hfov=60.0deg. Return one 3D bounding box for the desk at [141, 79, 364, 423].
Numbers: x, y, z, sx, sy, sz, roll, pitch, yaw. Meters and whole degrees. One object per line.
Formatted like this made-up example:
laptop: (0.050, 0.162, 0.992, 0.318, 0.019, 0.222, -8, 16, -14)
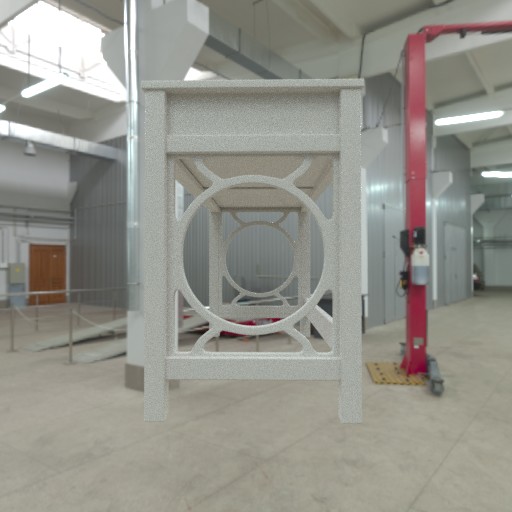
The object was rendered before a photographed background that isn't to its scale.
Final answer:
desk: (0.000, 0.000, 1.569, 0.504, 0.762, 1.191, 0, -1, 1)
